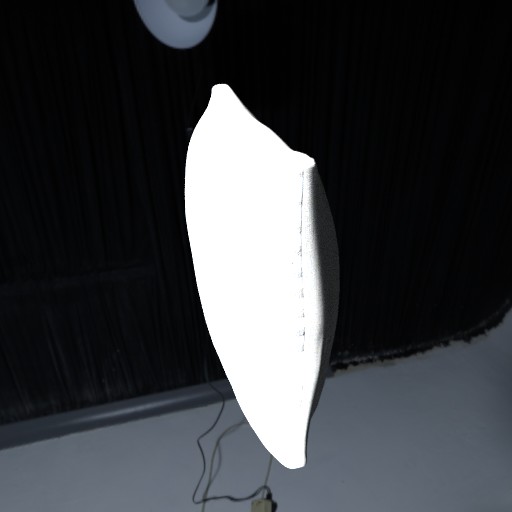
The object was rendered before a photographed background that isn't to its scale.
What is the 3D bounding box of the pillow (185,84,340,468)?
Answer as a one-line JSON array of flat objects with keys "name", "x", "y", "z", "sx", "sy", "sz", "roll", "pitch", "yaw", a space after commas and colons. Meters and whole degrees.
[{"name": "pillow", "x": 0.000, "y": 0.000, "z": 0.766, "sx": 0.219, "sy": 0.491, "sz": 0.496, "roll": -7, "pitch": 30, "yaw": -12}]
